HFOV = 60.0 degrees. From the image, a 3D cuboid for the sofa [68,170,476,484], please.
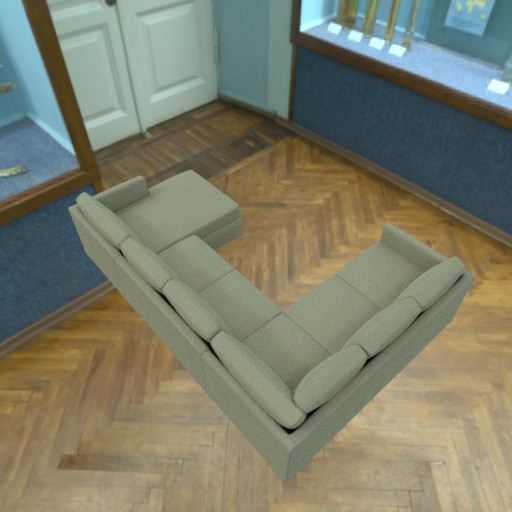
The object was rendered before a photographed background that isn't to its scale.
[{"bbox_3d":[0.000,0.000,4.629,2.427,0.882,3.460,-33,54,-27],"label":"sofa"}]
